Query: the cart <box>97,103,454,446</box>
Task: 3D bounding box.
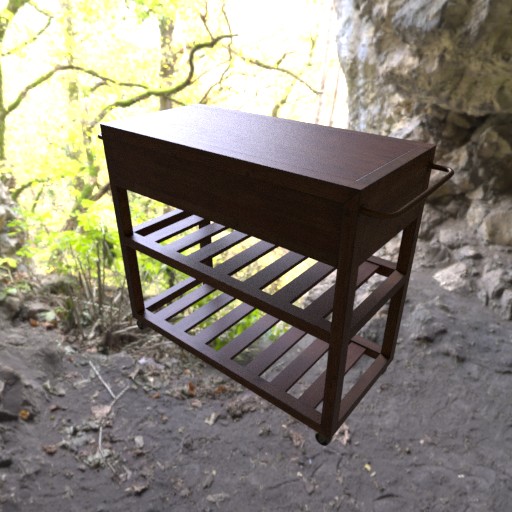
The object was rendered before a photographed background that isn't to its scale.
[{"bbox_3d":[0.000,0.000,1.504,1.065,0.830,0.445,22,36,33],"label":"cart"}]
